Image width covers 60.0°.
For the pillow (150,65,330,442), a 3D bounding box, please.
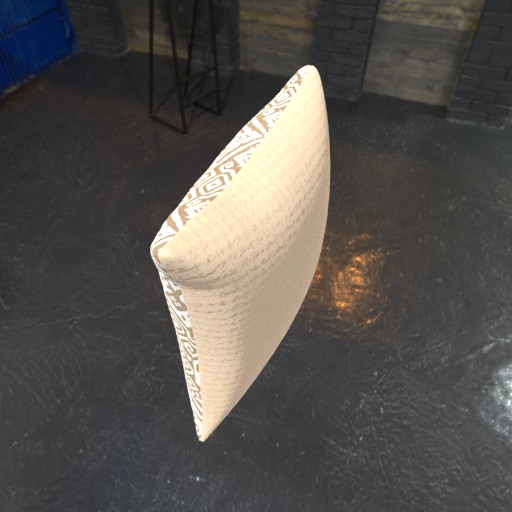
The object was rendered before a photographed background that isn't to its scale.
[{"bbox_3d":[0.000,0.000,0.652,0.173,0.407,0.419,18,49,16],"label":"pillow"}]
